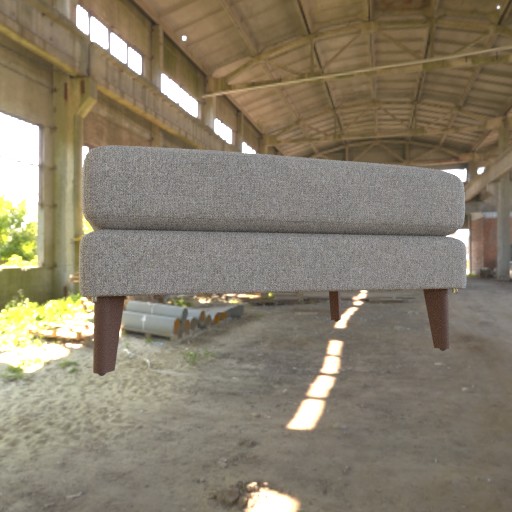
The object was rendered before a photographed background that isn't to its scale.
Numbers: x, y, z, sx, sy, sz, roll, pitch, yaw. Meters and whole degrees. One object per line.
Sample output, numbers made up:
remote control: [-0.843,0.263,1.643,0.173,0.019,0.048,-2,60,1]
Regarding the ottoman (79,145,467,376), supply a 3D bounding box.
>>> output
ottoman: [0.000,0.000,1.158,0.821,0.441,0.611,0,-1,-17]
